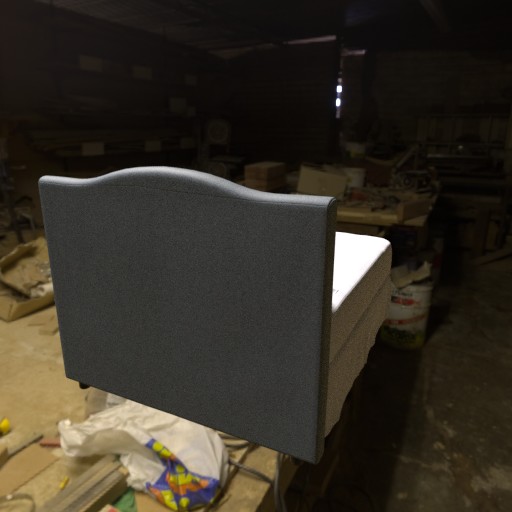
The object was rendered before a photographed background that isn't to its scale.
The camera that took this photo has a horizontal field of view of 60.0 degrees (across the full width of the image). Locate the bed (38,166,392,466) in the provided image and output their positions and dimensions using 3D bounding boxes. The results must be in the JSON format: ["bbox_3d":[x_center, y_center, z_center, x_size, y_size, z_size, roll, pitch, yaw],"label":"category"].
[{"bbox_3d":[0.000,0.000,3.248,1.753,1.460,2.143,8,19,25],"label":"bed"}]
